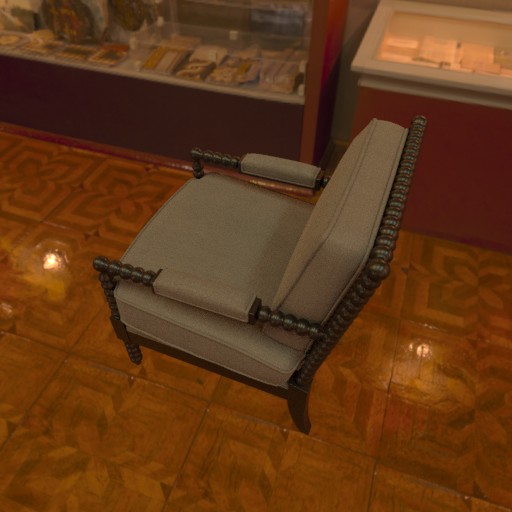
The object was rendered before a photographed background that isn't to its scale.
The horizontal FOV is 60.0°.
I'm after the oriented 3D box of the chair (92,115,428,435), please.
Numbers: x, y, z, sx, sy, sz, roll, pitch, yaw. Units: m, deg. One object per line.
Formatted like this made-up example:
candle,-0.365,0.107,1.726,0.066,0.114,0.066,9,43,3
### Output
chair,0.000,0.000,1.122,0.622,0.661,0.540,16,49,15
